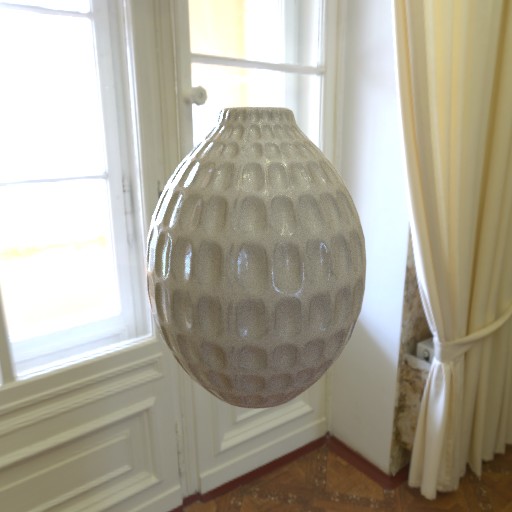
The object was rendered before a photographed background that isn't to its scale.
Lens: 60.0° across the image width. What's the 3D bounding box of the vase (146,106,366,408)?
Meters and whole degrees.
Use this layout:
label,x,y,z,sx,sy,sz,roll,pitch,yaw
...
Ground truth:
label,x,y,z,sx,sy,sz,roll,pitch,yaw
vase,0.000,0.000,0.263,0.128,0.167,0.128,0,16,0
